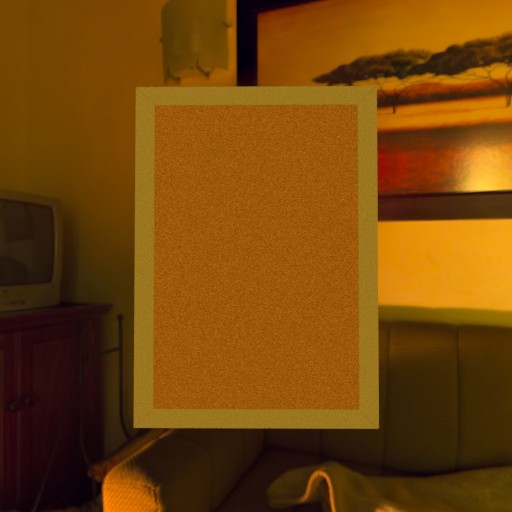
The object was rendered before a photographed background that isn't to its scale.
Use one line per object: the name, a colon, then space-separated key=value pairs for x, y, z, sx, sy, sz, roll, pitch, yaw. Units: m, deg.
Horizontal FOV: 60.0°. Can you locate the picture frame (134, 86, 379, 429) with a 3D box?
picture frame: x=0.000 y=0.000 z=0.600 sx=0.326 sy=0.459 sz=0.011 roll=0 pitch=-1 yaw=1
